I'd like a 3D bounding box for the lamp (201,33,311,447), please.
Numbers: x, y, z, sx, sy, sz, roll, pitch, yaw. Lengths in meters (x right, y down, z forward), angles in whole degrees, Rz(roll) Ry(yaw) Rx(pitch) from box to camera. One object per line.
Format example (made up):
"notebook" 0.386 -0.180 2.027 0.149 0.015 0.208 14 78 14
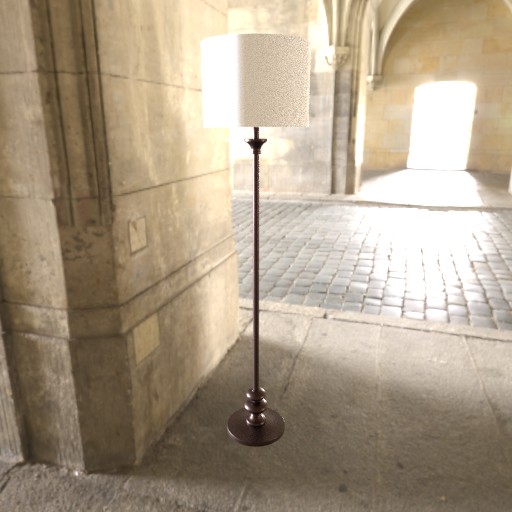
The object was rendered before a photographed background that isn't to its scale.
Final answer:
"lamp" 0.000 0.000 1.643 0.356 1.487 0.356 -9 19 -28
